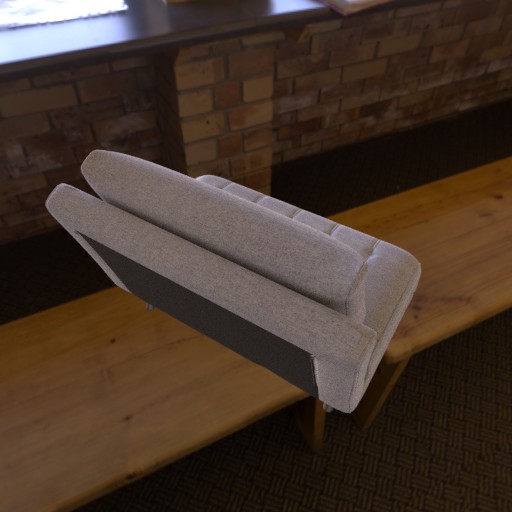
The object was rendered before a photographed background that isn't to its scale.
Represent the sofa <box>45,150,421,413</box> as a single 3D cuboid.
[{"bbox_3d":[0.000,0.000,1.846,1.220,0.910,0.910,25,51,22],"label":"sofa"}]
